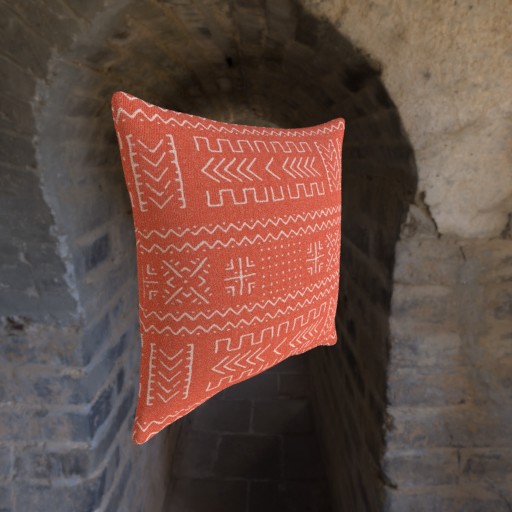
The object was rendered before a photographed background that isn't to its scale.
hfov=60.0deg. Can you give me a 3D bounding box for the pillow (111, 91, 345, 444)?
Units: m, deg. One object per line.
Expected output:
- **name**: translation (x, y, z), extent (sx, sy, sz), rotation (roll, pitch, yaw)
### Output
- **pillow**: translation (0.000, 0.000, 0.668), extent (0.164, 0.429, 0.438), rotation (12, 18, 44)
